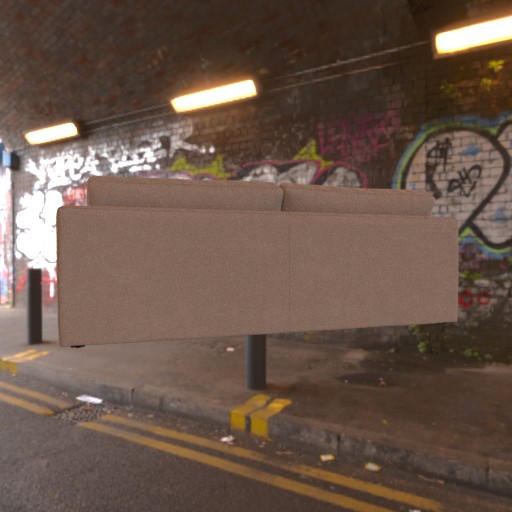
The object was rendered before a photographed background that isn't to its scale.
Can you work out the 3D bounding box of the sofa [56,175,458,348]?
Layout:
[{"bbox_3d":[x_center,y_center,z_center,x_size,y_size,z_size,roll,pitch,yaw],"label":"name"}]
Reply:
[{"bbox_3d":[0.000,0.000,2.831,2.588,0.838,1.090,0,1,-19],"label":"sofa"}]
